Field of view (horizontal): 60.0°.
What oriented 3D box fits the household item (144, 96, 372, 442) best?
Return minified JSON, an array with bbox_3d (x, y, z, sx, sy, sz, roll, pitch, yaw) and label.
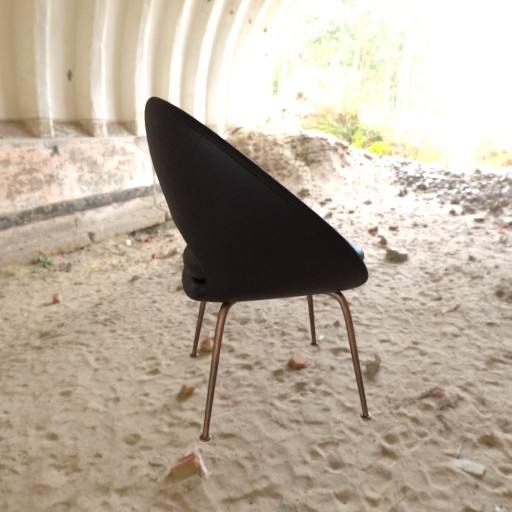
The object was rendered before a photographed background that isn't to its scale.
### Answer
[{"bbox_3d":[0.000,0.000,1.272,0.573,0.852,0.623,-3,16,-11],"label":"household item"}]
